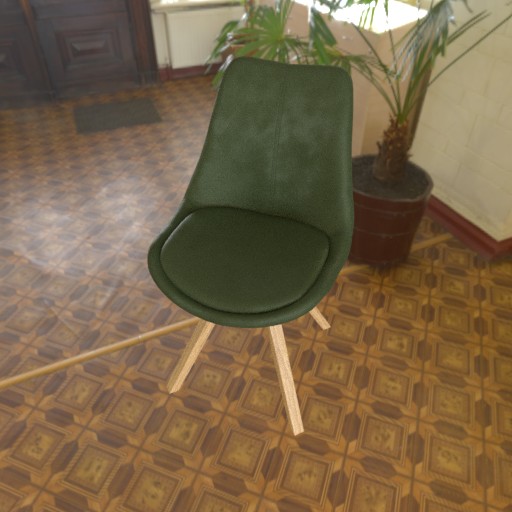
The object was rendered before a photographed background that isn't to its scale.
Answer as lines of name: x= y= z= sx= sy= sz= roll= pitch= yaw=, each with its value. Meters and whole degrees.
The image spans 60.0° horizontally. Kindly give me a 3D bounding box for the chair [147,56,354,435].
chair: x=0.000 y=0.000 z=1.198 sx=0.483 sy=0.865 sz=0.547 roll=13 pitch=42 yaw=15
